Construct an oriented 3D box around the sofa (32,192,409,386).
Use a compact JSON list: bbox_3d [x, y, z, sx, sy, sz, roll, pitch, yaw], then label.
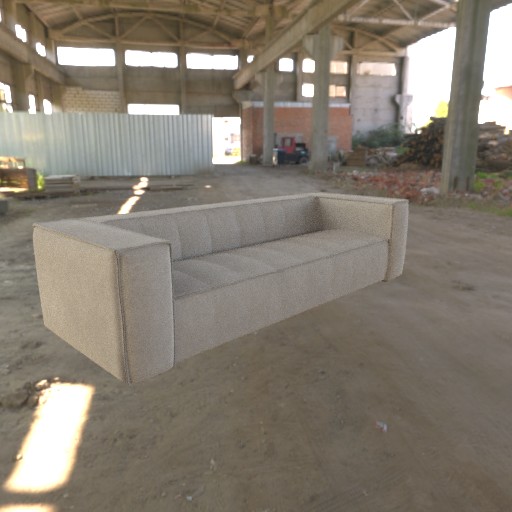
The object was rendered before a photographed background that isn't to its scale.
[{"bbox_3d":[0.000,0.000,3.167,1.038,0.680,2.697,13,19,43],"label":"sofa"}]
